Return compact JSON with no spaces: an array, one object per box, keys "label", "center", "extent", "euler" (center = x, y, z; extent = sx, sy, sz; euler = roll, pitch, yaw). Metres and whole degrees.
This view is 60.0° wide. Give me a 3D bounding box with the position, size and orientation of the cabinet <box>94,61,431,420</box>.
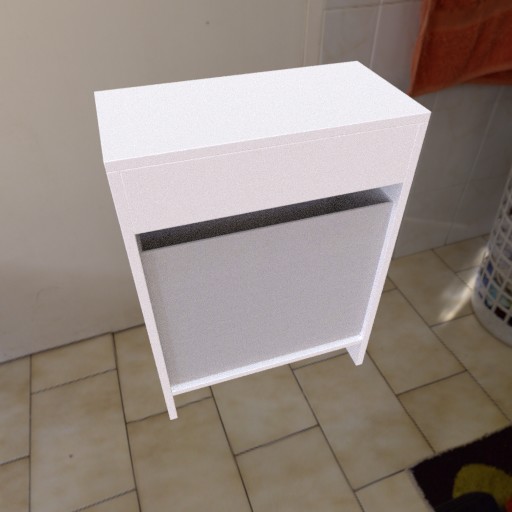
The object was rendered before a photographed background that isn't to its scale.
[{"label":"cabinet","center":[0.000,0.000,1.140],"extent":[0.600,0.815,0.296],"euler":[-12,43,-13]}]
